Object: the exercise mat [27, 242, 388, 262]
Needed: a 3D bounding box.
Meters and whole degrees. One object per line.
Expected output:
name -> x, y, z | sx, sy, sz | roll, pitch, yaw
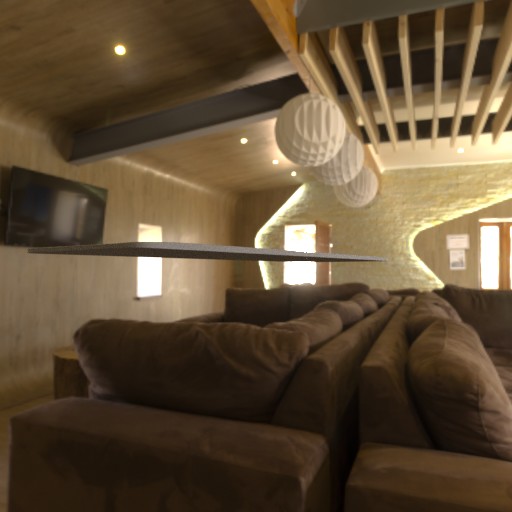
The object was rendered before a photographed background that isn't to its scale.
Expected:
exercise mat -> 0.000, 0.000, 2.081 | 0.616, 0.021, 1.884 | -1, -3, 36
